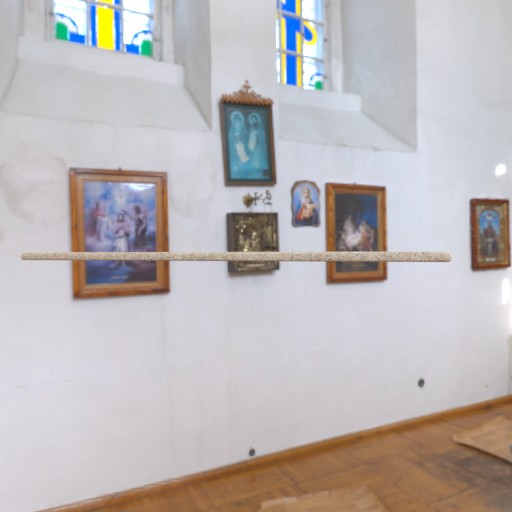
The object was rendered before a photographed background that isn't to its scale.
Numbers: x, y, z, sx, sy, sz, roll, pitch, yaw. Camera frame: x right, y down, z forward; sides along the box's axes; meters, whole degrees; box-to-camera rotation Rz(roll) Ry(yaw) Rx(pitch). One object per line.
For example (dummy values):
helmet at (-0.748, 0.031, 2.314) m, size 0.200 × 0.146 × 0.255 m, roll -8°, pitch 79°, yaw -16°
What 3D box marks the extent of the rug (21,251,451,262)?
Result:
rug at (0.000, 0.000, 3.323) m, size 2.528 × 0.048 × 2.009 m, roll 0°, pitch 0°, yaw 19°
